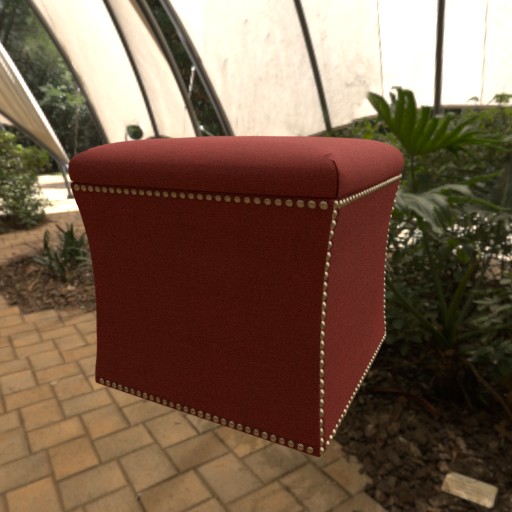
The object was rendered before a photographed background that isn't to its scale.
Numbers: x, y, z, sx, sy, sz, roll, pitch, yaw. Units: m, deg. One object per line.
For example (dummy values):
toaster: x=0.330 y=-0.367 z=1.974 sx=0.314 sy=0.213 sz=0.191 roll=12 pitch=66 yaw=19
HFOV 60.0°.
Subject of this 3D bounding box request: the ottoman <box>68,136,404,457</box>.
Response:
ottoman: x=0.000 y=0.000 z=0.907 sx=0.497 sy=0.475 sz=0.507 roll=8 pitch=17 yaw=26
